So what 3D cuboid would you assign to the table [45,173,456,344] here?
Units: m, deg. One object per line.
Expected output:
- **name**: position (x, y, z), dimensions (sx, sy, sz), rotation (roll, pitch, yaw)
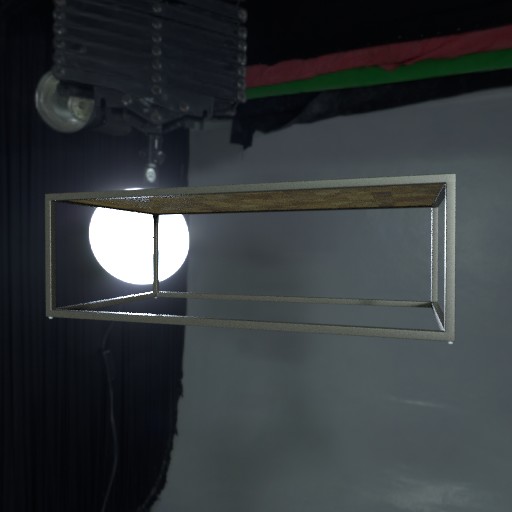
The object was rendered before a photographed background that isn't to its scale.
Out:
- **table**: position (0.000, 0.000, 1.526), dimensions (1.199, 0.398, 0.649), rotation (0, 1, 19)
